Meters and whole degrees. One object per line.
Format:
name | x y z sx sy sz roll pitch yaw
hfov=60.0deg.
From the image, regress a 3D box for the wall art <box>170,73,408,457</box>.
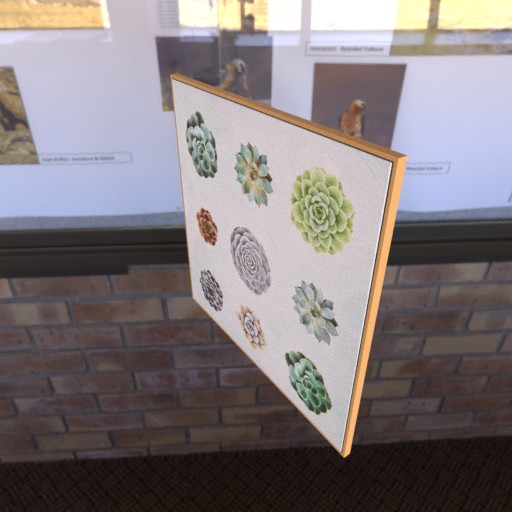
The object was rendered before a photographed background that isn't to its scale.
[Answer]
wall art | 0.000 0.000 0.679 0.013 0.455 0.457 -21 39 -29
